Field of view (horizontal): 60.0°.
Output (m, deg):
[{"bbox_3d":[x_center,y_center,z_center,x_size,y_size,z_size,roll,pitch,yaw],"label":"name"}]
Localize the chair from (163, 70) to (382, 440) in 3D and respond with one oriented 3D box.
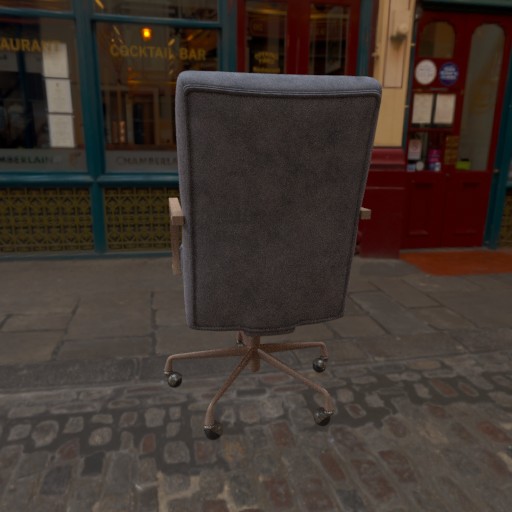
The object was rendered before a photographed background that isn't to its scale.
[{"bbox_3d":[0.000,0.000,1.454,0.640,1.029,0.741,-3,14,-11],"label":"chair"}]
